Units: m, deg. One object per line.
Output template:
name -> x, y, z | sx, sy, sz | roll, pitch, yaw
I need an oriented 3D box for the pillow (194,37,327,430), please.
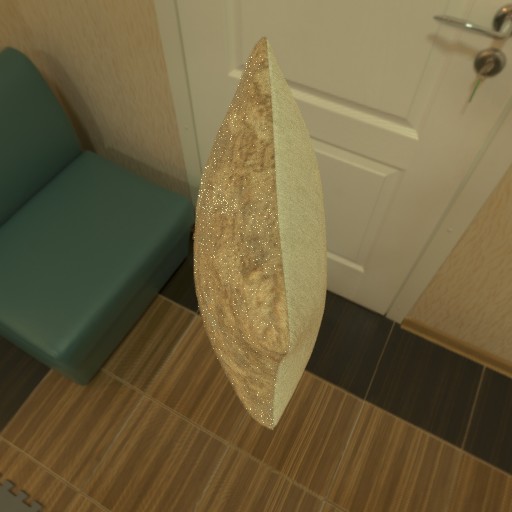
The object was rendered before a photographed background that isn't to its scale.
pillow -> 0.000, 0.000, 0.795 | 0.216, 0.525, 0.538 | -1, 58, 0
